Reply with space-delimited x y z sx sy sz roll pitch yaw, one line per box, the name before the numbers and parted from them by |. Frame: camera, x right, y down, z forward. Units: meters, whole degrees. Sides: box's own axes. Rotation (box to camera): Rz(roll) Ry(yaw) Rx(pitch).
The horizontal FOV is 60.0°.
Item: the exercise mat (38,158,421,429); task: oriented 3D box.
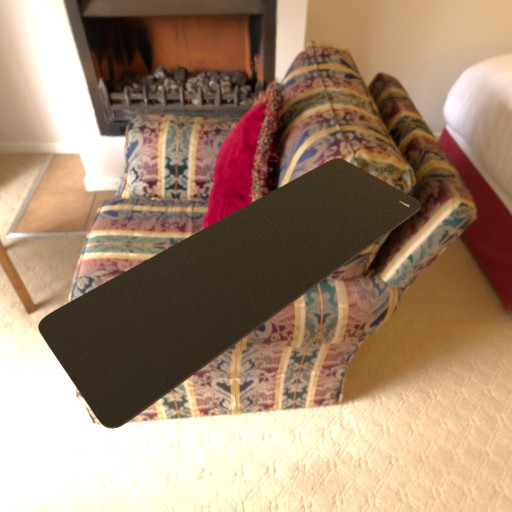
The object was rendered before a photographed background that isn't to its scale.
exercise mat | 0.000 0.000 2.077 1.869 0.021 0.616 -32 53 -28
